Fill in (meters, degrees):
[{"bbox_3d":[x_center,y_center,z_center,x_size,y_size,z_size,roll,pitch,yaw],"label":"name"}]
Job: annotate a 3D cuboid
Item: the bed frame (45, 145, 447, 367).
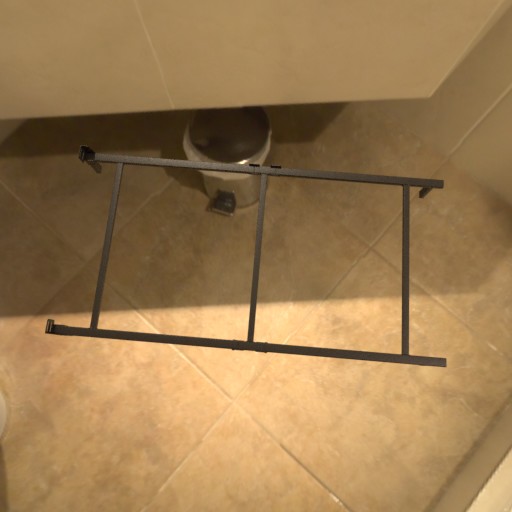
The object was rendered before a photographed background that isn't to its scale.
[{"bbox_3d":[0.000,0.000,2.280,1.897,0.248,0.968,5,77,1],"label":"bed frame"}]
